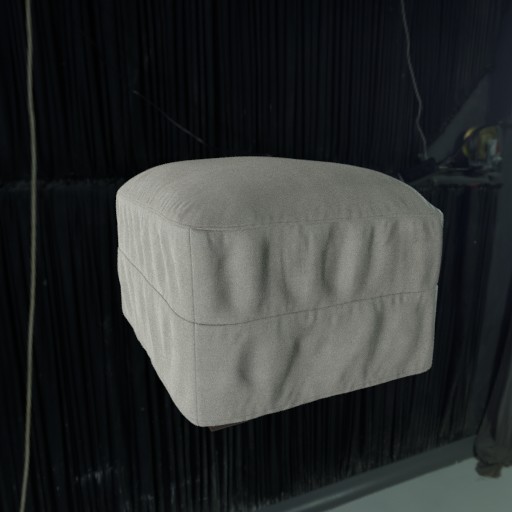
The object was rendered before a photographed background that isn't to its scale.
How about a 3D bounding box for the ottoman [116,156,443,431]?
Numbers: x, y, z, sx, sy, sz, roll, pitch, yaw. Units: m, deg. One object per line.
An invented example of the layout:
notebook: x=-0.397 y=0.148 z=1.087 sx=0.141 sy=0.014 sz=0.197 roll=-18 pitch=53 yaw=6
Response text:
ottoman: x=0.000 y=0.000 z=1.098 sx=0.584 sy=0.480 sz=0.712 roll=-7 pitch=15 yaw=-26
